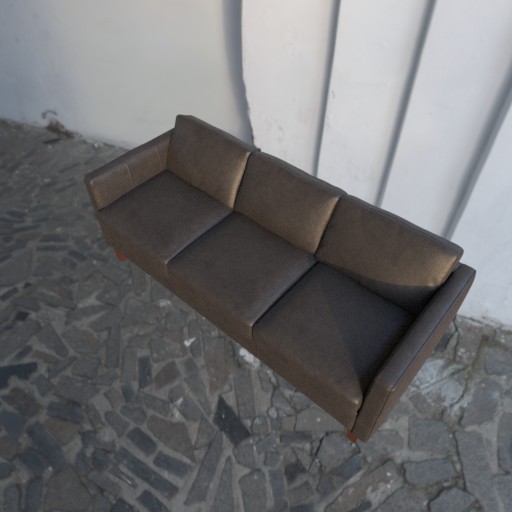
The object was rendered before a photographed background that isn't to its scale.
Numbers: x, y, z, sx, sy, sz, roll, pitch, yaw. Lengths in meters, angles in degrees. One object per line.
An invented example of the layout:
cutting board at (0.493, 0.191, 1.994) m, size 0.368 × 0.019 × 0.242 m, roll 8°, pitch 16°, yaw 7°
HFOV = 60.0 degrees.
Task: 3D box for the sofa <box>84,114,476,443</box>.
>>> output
sofa at (0.000, 0.000, 3.010) m, size 2.464 × 1.006 × 1.045 m, roll 32°, pitch 55°, yaw 27°
